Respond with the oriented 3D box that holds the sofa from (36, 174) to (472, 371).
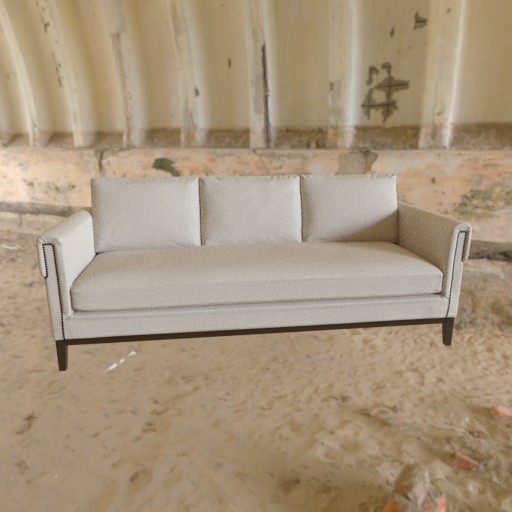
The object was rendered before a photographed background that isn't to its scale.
[{"bbox_3d":[0.000,0.000,2.650,2.198,0.911,0.902,-2,15,-8],"label":"sofa"}]
